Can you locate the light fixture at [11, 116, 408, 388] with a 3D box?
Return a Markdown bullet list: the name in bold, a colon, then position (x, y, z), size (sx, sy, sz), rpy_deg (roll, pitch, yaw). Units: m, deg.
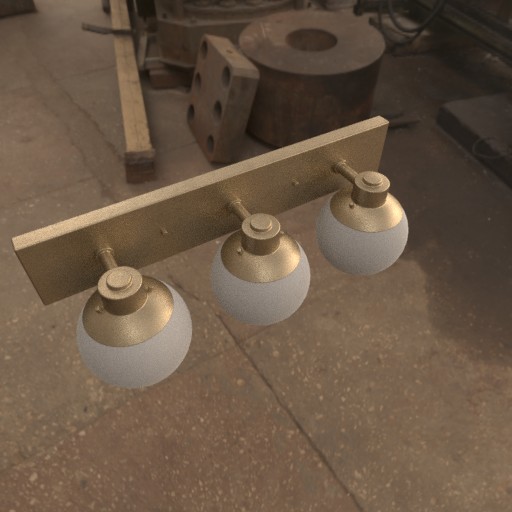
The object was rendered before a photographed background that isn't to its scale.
- **light fixture**: position (0.000, 0.000, 0.816), size (0.721, 0.263, 0.218), rpy_deg (-23, 50, -21)
